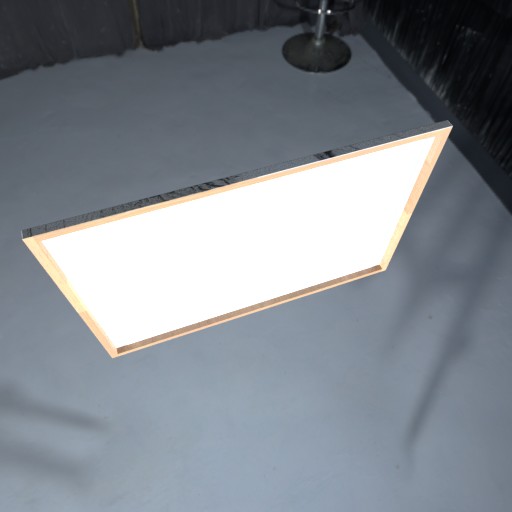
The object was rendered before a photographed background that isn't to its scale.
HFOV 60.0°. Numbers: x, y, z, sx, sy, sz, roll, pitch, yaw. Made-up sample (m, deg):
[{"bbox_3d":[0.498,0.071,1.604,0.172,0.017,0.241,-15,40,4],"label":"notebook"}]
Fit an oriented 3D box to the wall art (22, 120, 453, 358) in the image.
[{"bbox_3d":[0.000,0.000,1.152,0.914,0.607,0.023,-17,58,-11],"label":"wall art"}]
